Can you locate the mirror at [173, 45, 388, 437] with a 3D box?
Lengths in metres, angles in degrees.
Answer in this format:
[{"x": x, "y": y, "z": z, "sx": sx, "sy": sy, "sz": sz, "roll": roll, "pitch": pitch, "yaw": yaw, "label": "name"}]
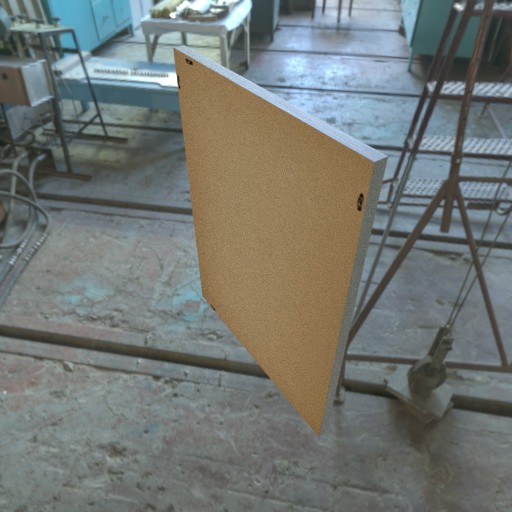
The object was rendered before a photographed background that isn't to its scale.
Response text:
[{"x": 0.000, "y": 0.000, "z": 1.348, "sx": 0.040, "sy": 1.016, "sz": 0.762, "roll": -25, "pitch": 48, "yaw": -25, "label": "mirror"}]
